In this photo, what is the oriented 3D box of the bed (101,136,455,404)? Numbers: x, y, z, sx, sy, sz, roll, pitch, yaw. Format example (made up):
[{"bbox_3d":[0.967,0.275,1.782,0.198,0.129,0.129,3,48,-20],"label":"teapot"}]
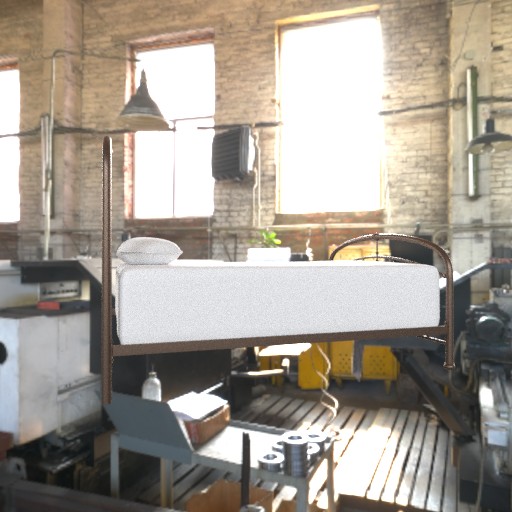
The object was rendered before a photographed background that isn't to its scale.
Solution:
[{"bbox_3d":[0.000,0.000,3.327,2.168,1.475,1.711,0,0,-18],"label":"bed"}]
